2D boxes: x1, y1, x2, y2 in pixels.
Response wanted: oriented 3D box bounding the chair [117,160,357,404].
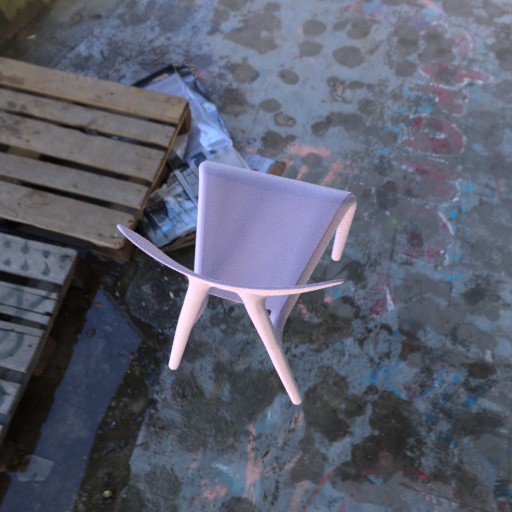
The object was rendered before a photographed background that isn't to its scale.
[{"bbox_3d":[0.000,0.000,0.843,0.356,0.580,0.401,14,65,7],"label":"chair"}]
